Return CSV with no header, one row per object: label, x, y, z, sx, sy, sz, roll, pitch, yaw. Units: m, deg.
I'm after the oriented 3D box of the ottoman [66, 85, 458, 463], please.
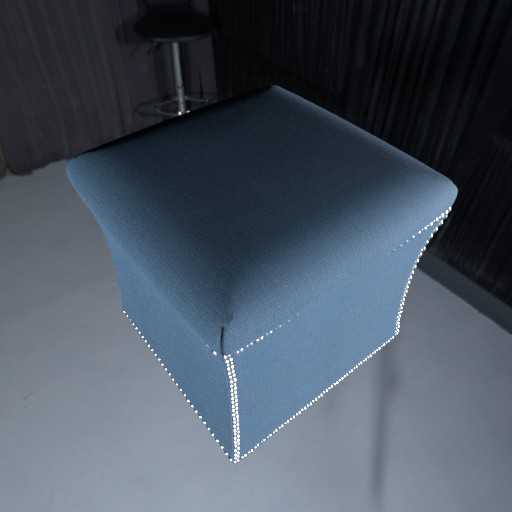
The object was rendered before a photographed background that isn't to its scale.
ottoman,0.000,0.000,0.896,0.507,0.475,0.497,-29,53,-26
